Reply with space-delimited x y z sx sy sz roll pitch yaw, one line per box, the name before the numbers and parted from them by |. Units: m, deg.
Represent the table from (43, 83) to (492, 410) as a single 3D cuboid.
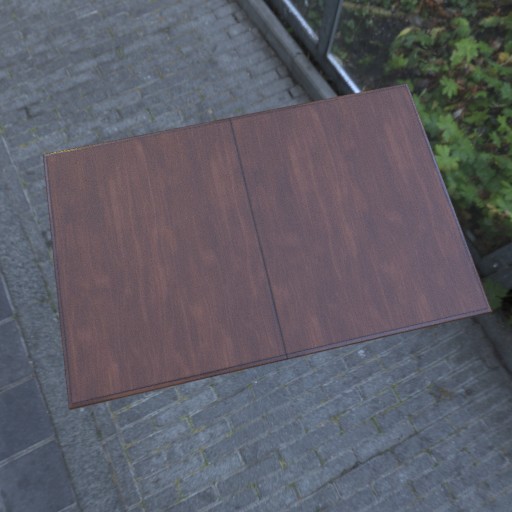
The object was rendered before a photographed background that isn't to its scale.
table | 0.000 0.000 2.041 1.524 0.761 0.990 -12 74 -3
